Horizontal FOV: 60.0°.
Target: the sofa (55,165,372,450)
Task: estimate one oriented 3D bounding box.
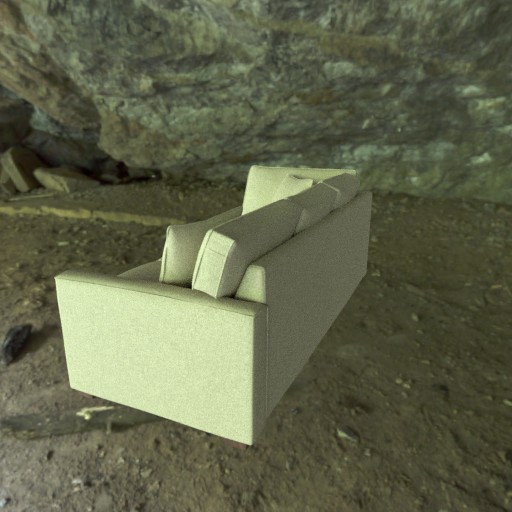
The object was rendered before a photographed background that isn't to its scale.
[{"bbox_3d":[0.000,0.000,2.865,1.053,0.948,2.323,8,18,24],"label":"sofa"}]
